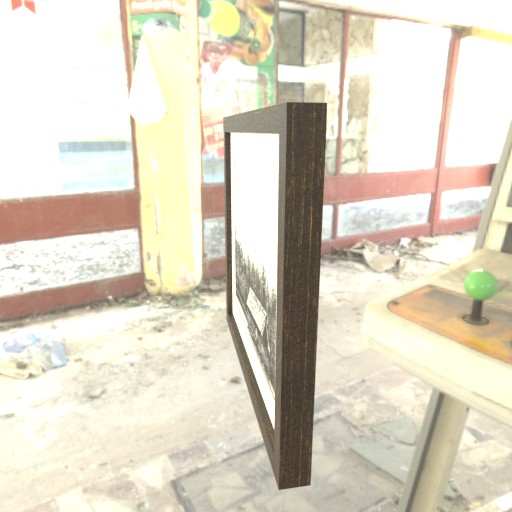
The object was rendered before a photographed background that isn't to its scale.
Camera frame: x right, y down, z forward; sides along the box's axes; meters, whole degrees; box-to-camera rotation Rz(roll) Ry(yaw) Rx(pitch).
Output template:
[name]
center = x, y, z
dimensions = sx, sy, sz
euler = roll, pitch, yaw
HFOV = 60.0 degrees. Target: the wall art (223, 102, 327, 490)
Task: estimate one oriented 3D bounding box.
[wall art]
center = 0.000, 0.000, 0.537
dimensions = 0.031, 0.330, 0.381
euler = -3, 16, -10
